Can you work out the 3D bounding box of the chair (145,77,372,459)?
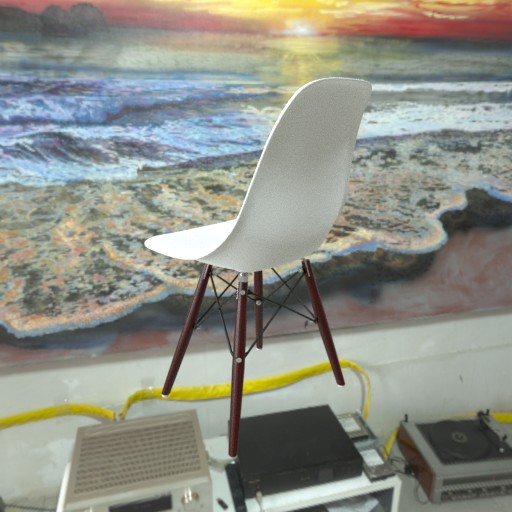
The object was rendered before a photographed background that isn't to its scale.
[{"bbox_3d":[0.000,0.000,1.149,0.533,0.826,0.470,16,24,42],"label":"chair"}]
